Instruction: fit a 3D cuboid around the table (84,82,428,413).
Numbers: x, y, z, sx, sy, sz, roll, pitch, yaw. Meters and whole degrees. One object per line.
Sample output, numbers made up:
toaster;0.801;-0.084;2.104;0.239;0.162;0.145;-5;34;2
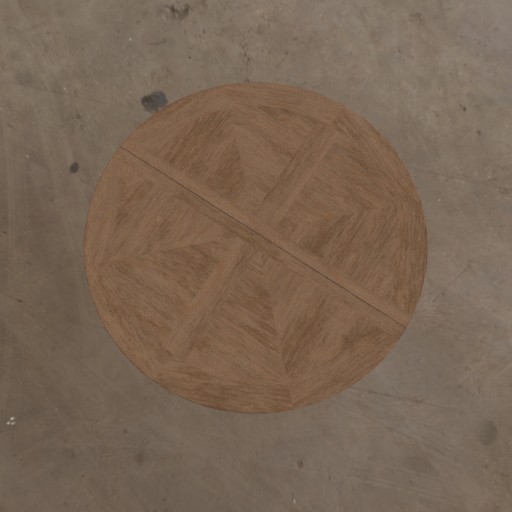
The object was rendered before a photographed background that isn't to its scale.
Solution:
table;0.000;0.000;2.075;1.319;0.762;1.319;0;76;0
